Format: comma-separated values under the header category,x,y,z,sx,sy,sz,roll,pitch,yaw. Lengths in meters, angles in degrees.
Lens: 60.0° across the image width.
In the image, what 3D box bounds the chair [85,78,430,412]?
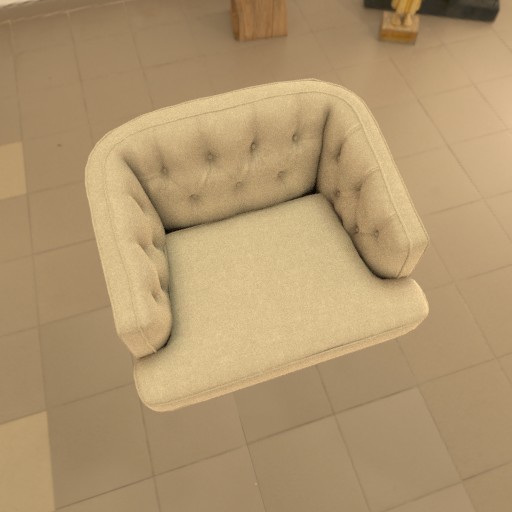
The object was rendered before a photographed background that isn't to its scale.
category,x,y,z,sx,sy,sz,roll,pitch,yaw
chair,0.000,0.000,1.776,1.104,0.852,0.941,-16,64,-8
